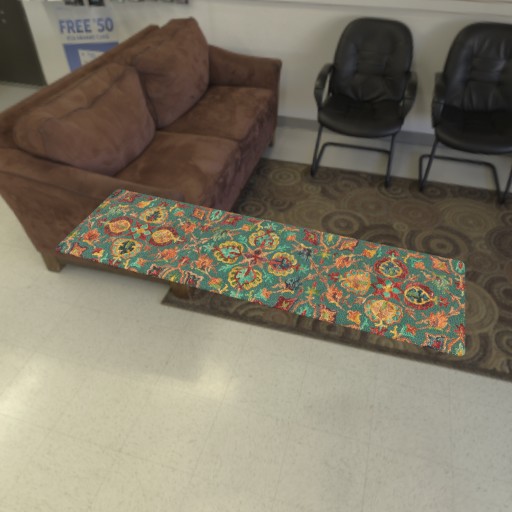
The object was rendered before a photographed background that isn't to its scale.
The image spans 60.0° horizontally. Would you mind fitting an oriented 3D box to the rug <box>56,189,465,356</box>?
[{"bbox_3d":[0.000,0.000,2.569,2.286,0.013,0.686,13,44,14],"label":"rug"}]
